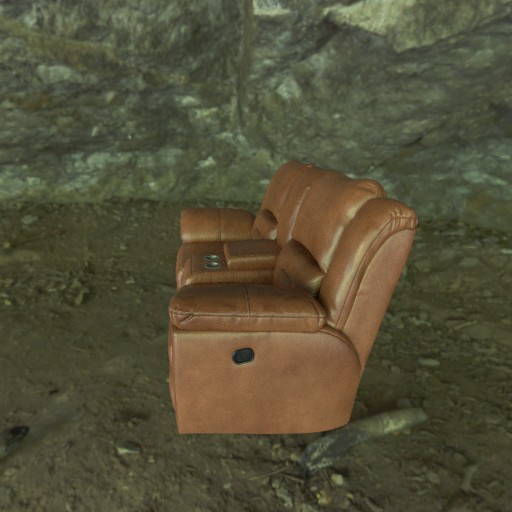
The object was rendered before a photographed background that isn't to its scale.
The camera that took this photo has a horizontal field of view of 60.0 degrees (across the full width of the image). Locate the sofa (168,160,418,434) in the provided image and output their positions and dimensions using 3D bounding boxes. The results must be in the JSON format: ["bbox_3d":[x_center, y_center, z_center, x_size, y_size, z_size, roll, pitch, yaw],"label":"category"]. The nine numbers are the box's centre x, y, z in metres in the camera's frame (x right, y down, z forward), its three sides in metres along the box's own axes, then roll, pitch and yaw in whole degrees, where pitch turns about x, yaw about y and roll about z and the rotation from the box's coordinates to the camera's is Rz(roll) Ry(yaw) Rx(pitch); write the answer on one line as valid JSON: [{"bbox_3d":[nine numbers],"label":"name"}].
[{"bbox_3d":[0.000,0.000,2.620,0.991,1.043,2.058,-2,16,-8],"label":"sofa"}]
